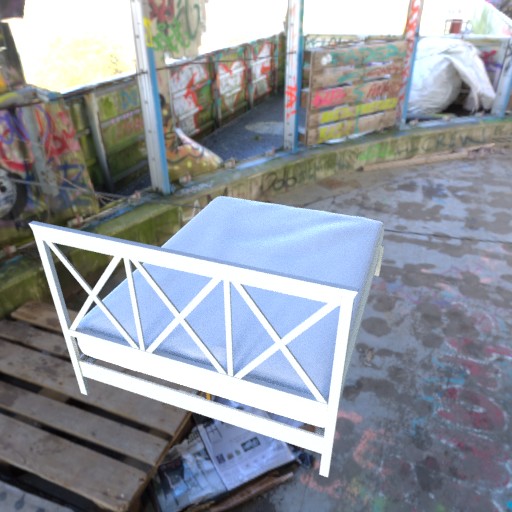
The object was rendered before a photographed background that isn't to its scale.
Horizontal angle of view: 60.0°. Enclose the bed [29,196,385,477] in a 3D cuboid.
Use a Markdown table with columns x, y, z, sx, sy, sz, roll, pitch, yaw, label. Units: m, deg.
| x | y | z | sx | sy | sz | roll | pitch | yaw | label |
| --- | --- | --- | --- | --- | --- | --- | --- | --- | --- |
| 0.000 | 0.000 | 3.186 | 1.673 | 1.253 | 2.135 | 11 | 33 | 18 | bed |
